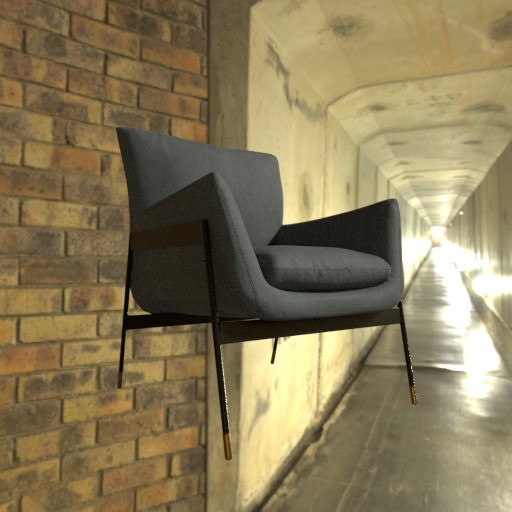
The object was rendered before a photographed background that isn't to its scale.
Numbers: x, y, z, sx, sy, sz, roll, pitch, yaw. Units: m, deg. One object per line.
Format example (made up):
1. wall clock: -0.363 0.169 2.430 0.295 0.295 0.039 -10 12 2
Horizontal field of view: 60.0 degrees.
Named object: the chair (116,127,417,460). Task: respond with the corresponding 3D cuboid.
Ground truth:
1. chair: 0.000 0.000 1.376 0.678 0.858 0.709 1 -2 -36
